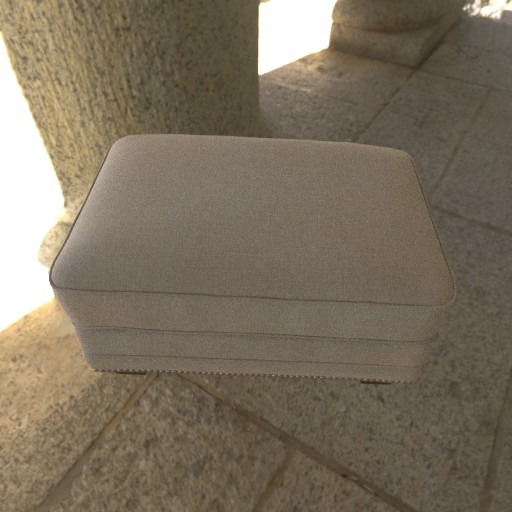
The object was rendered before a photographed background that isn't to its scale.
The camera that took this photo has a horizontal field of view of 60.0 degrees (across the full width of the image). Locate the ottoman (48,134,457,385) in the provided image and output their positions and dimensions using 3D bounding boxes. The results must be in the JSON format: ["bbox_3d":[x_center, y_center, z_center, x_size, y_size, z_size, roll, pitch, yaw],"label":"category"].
[{"bbox_3d":[0.000,0.000,1.142,0.813,0.458,0.559,2,47,2],"label":"ottoman"}]
